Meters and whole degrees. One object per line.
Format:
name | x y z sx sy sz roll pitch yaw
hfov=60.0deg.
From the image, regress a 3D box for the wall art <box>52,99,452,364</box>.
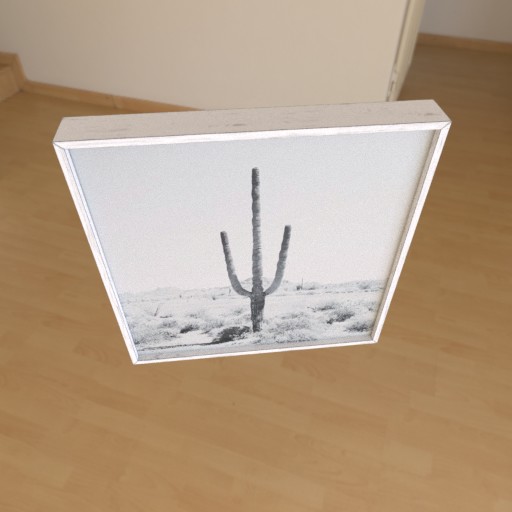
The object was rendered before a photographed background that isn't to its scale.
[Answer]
wall art | 0.000 0.000 0.457 0.305 0.305 0.038 -4 45 -4
